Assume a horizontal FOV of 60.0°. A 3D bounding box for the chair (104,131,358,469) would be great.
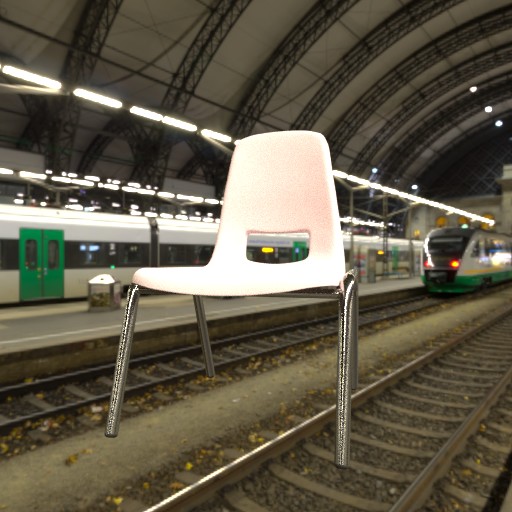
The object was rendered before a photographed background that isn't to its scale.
[{"bbox_3d":[0.000,0.000,0.780,0.354,0.537,0.385,0,0,17],"label":"chair"}]
